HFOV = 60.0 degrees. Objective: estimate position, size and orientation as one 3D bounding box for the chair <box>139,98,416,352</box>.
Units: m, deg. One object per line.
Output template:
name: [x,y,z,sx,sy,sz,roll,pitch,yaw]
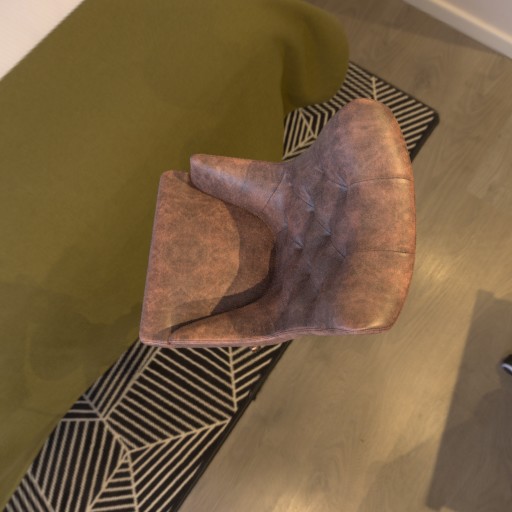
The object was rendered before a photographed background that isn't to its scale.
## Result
chair: [0.000,0.000,1.499,0.762,1.035,0.641,4,76,1]
